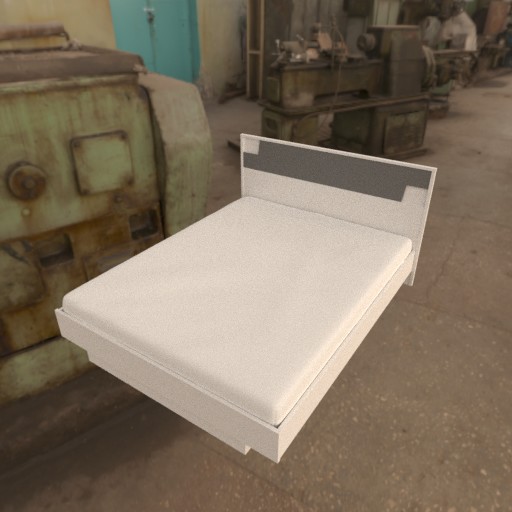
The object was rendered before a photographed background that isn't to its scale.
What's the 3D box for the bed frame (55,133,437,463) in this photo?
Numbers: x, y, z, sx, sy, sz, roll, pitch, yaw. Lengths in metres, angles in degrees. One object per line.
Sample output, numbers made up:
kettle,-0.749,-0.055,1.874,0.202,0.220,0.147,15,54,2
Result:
bed frame,0.000,0.000,3.080,1.711,1.001,2.100,19,35,29
